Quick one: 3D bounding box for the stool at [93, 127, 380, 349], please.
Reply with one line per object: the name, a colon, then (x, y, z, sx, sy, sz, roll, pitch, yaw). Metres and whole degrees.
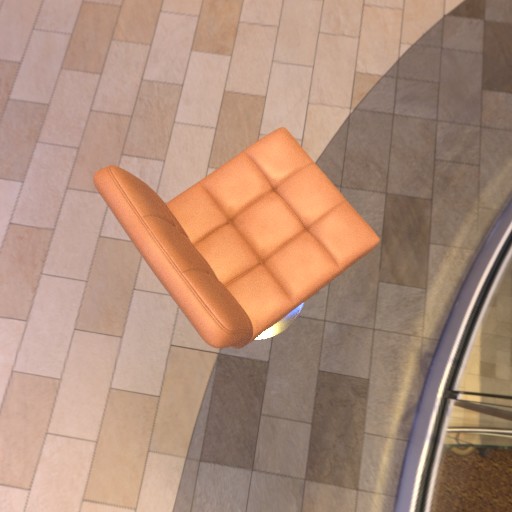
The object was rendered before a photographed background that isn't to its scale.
stool: (0.000, 0.000, 1.363, 0.505, 1.115, 0.430, -36, 78, -9)
